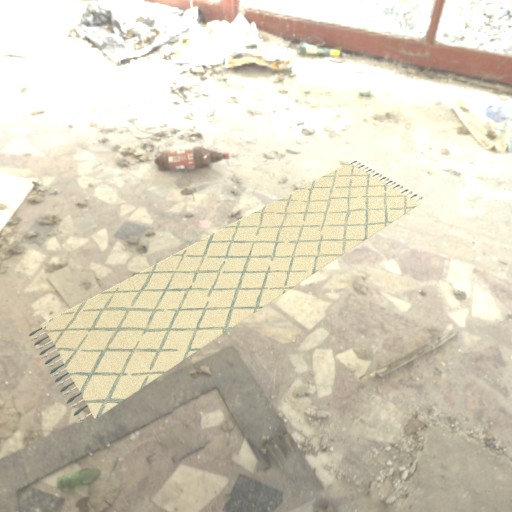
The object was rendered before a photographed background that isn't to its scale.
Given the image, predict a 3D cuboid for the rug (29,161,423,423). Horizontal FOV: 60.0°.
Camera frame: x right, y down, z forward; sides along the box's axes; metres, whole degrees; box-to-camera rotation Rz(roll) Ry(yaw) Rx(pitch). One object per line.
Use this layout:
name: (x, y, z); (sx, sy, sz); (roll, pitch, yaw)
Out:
rug: (0.000, 0.000, 2.508); (2.372, 0.008, 0.620); (-30, 52, -27)
